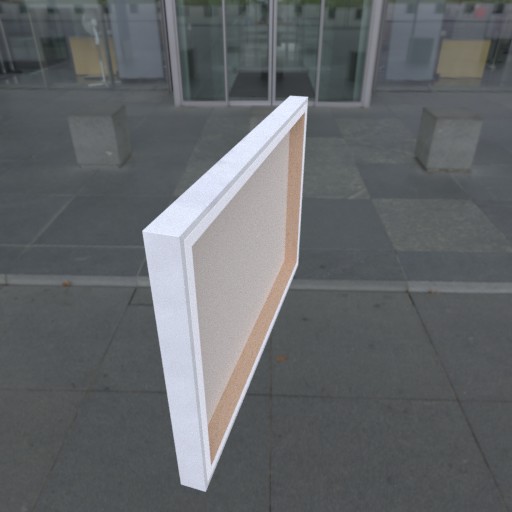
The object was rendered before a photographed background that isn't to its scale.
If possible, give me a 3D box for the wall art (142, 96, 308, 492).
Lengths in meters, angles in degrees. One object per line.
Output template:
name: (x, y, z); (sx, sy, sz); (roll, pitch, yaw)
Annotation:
wall art: (0.000, 0.000, 0.764); (0.038, 0.407, 0.609); (9, 33, 14)
